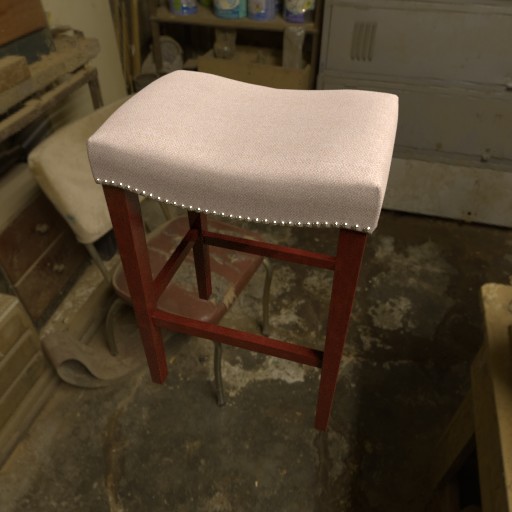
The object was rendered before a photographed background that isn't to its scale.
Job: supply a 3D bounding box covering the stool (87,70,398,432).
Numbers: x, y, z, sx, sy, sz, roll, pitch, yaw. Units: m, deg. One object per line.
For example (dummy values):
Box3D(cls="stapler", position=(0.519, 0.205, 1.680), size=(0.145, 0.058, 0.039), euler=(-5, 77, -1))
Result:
Box3D(cls="stool", position=(0.000, 0.000, 1.044), size=(0.504, 0.742, 0.372), euler=(12, 43, 13))
